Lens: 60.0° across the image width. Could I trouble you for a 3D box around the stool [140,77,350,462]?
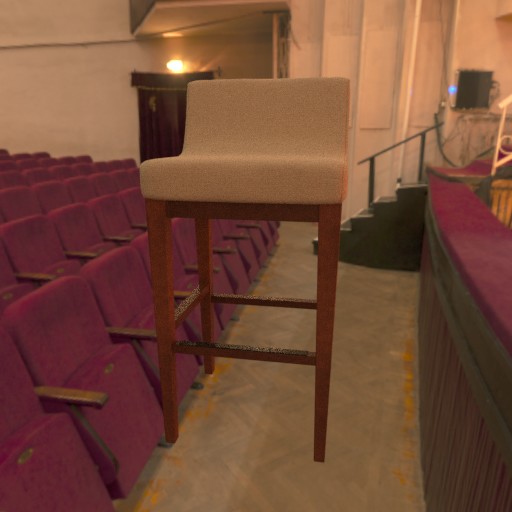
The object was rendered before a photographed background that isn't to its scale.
[{"bbox_3d":[0.000,0.000,1.329,0.511,1.037,0.500,3,15,10],"label":"stool"}]
